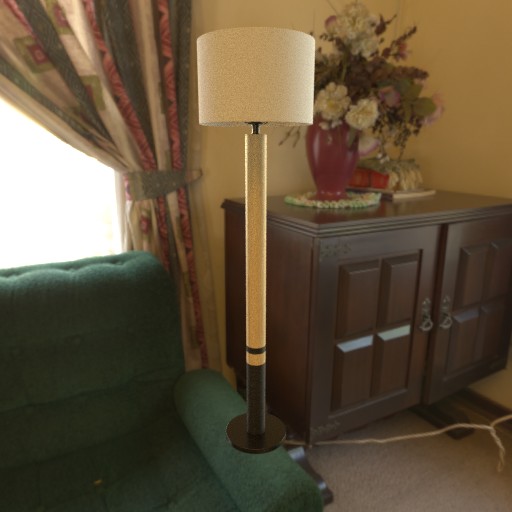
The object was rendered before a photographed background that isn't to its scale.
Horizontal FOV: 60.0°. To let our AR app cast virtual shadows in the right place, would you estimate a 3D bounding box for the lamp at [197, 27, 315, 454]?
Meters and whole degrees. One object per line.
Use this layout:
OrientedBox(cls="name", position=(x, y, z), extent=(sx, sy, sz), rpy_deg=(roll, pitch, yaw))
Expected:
OrientedBox(cls="lamp", position=(0.000, 0.000, 1.611), extent=(0.381, 1.478, 0.381), rpy_deg=(13, 19, 43))
